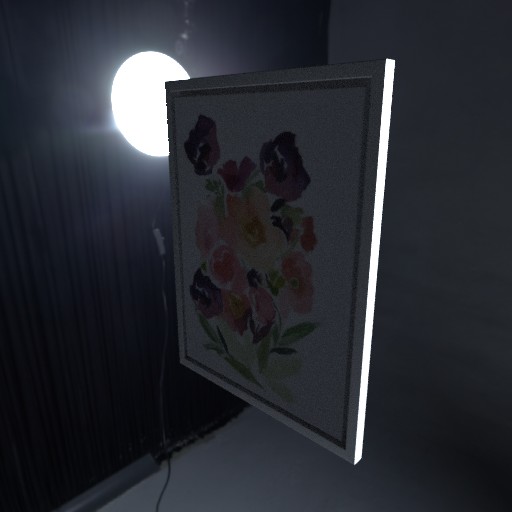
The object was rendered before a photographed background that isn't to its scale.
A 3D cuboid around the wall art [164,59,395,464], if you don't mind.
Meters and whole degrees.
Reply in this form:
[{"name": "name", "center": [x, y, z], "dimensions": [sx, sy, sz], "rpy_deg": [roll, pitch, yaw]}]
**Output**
[{"name": "wall art", "center": [0.000, 0.000, 1.376], "dimensions": [0.805, 1.056, 0.042], "rpy_deg": [15, 23, 41]}]
